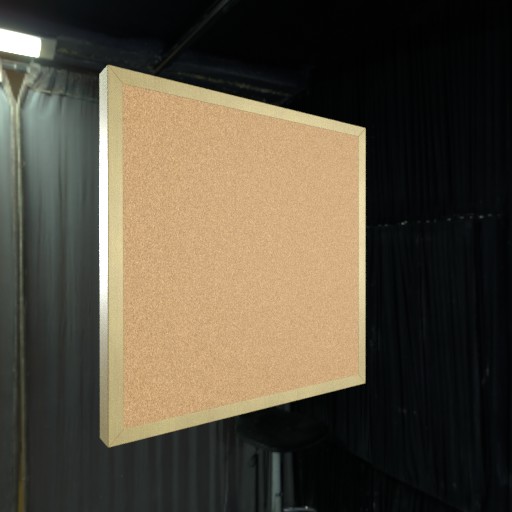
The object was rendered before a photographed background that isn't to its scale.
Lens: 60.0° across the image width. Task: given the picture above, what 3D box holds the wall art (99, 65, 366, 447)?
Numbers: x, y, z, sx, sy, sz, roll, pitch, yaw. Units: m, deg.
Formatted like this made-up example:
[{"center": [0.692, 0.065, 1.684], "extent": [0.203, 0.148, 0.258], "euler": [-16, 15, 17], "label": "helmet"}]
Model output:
[{"center": [0.000, 0.000, 0.749], "extent": [0.508, 0.508, 0.038], "euler": [0, 0, -35], "label": "wall art"}]
